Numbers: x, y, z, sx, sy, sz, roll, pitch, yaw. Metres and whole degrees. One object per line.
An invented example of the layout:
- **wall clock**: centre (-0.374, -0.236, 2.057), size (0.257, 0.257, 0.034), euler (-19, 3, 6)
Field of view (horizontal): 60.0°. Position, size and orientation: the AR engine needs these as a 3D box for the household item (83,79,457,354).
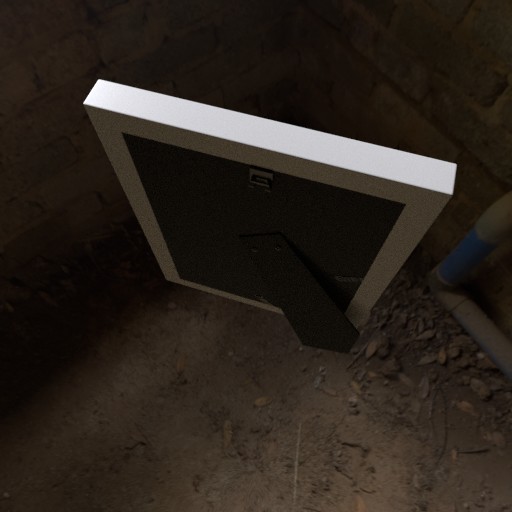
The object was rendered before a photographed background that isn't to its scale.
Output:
- **household item**: centre (0.000, 0.000, 0.341), size (0.200, 0.250, 0.045), euler (16, 65, 7)
